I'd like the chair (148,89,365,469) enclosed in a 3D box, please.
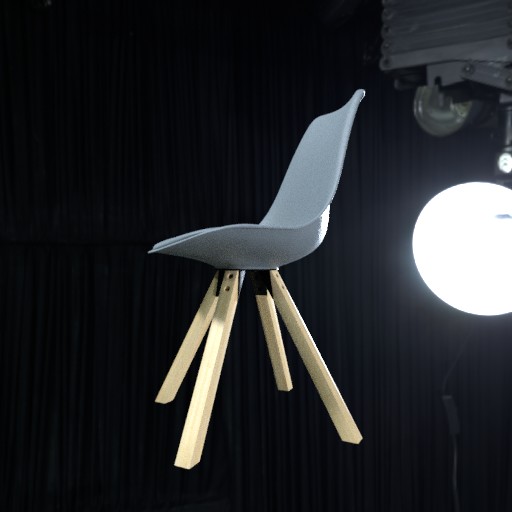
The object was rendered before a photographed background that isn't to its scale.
[{"bbox_3d":[0.000,0.000,1.160,0.549,0.850,0.485,0,0,-18],"label":"chair"}]
